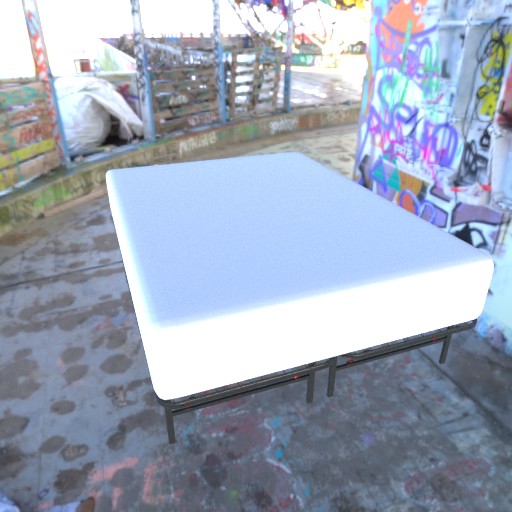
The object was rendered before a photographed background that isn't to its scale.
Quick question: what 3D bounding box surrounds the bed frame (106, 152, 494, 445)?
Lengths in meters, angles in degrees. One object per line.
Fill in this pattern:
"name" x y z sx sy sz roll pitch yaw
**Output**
"bed frame" 0.000 0.000 2.675 1.528 0.677 2.037 -10 29 -18
